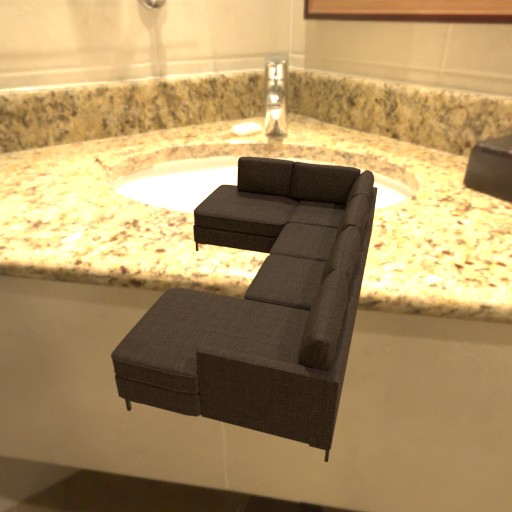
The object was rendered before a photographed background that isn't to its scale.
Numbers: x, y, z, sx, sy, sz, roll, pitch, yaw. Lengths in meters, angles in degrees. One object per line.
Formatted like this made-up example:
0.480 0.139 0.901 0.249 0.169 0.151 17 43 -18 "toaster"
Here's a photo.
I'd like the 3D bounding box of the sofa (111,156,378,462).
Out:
0.000 0.000 4.330 2.048 0.999 3.423 9 31 15 "sofa"
